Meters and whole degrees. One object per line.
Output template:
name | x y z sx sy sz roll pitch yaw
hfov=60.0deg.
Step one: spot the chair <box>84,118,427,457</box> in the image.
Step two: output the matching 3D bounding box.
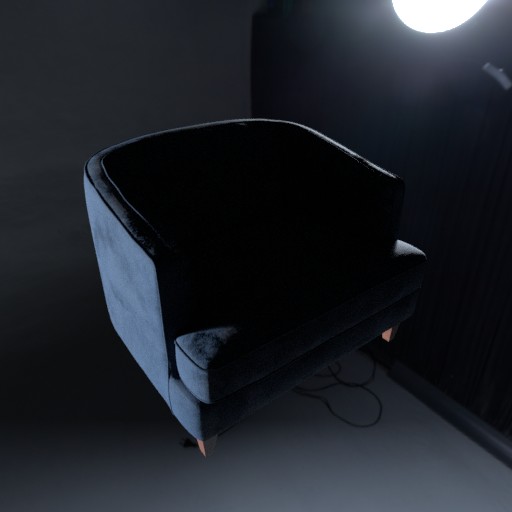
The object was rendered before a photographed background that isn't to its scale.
chair | 0.000 0.000 1.761 1.094 0.852 0.940 -21 36 -32
